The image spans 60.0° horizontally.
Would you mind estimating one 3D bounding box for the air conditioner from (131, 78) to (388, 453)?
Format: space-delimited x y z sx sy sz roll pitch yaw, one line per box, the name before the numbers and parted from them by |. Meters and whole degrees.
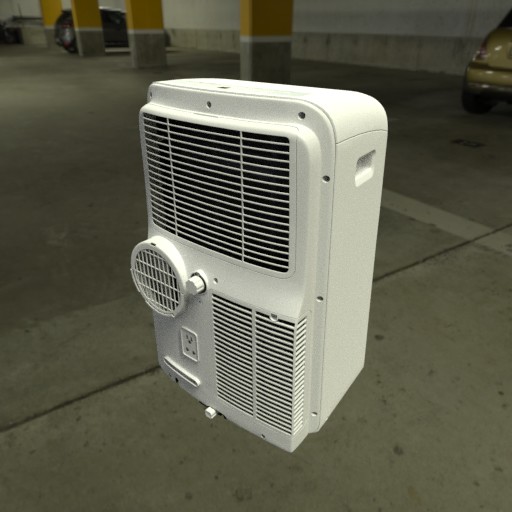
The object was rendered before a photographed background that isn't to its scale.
air conditioner | 0.000 0.000 0.955 0.454 0.700 0.365 20 34 33
